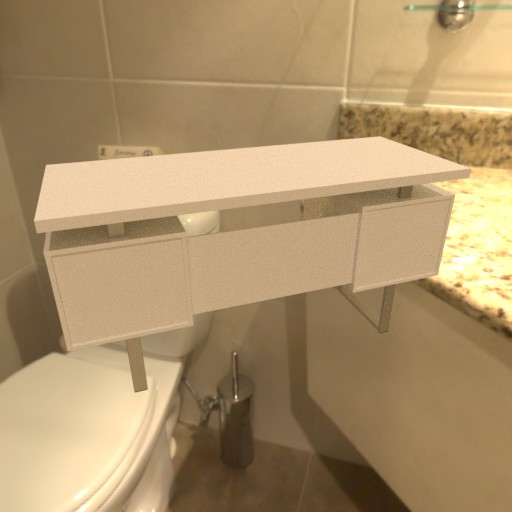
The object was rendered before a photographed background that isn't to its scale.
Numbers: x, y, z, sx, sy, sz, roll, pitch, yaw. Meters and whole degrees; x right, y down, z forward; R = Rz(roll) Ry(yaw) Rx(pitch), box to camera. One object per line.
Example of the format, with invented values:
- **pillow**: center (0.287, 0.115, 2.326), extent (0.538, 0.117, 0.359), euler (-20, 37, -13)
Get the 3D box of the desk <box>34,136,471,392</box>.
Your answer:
- **desk**: center (0.000, 0.000, 1.885), extent (1.530, 0.773, 0.603), euler (-9, 29, -18)
